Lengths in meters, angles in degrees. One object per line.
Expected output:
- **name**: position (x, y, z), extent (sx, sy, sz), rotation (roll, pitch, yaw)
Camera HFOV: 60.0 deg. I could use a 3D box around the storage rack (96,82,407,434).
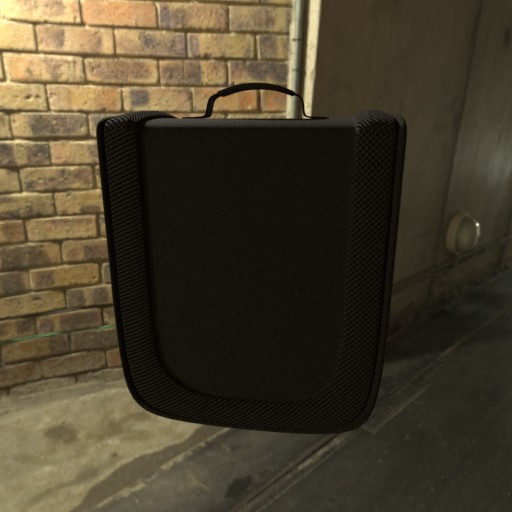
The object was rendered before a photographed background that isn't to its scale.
- **storage rack**: position (0.000, 0.000, 0.533), extent (0.297, 0.387, 0.168), rotation (2, 17, 8)
